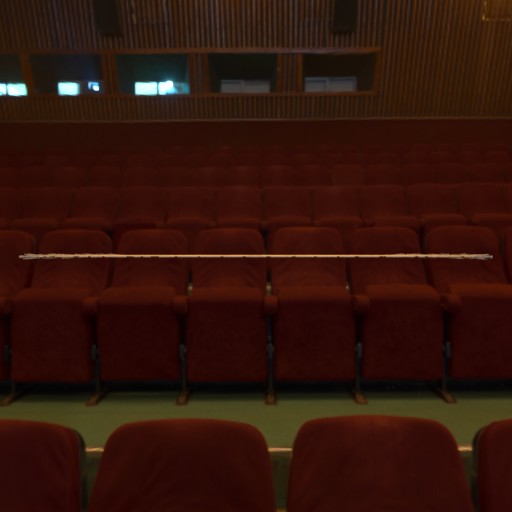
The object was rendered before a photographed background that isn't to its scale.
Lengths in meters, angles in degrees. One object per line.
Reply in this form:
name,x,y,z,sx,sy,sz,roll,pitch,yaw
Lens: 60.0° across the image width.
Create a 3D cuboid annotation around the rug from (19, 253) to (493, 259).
rug,0.000,0.000,2.476,2.023,0.028,1.224,0,0,0
